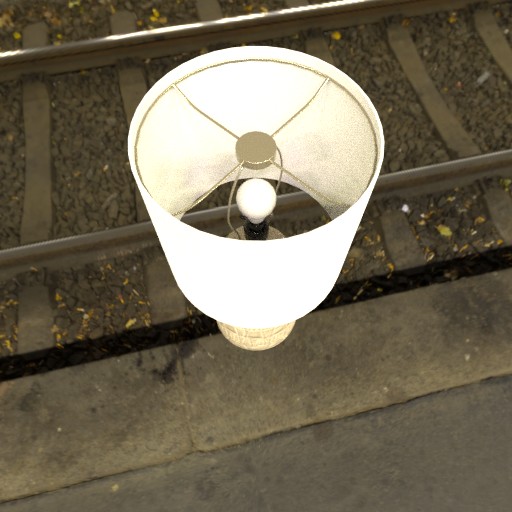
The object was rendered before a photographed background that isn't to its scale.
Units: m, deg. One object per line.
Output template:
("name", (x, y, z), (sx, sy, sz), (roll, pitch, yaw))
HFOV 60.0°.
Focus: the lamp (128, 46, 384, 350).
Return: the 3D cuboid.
("lamp", (0.000, 0.000, 0.570), (0.211, 0.455, 0.211), (-32, 67, -15))
